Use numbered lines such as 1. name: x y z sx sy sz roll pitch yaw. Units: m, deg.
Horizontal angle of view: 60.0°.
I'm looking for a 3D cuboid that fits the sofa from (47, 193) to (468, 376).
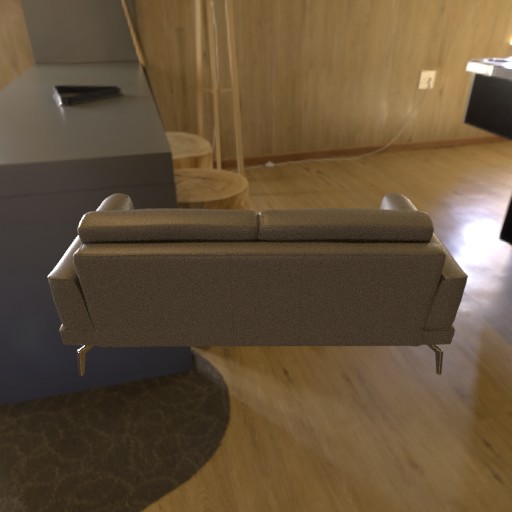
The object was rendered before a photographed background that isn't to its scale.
1. sofa: 0.000 0.000 2.740 2.177 0.930 1.121 0 31 0
